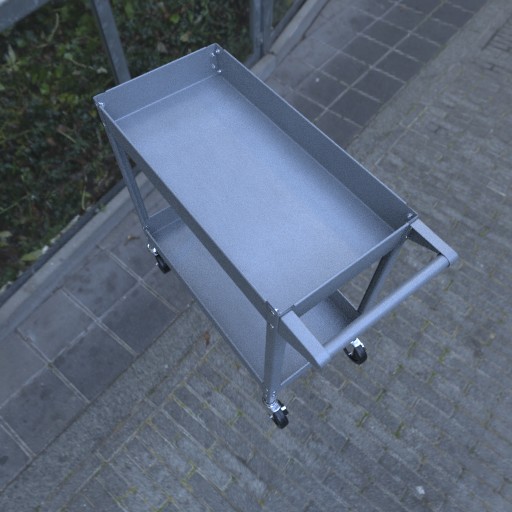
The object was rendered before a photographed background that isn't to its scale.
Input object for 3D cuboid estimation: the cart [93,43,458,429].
[{"bbox_3d":[0.000,0.000,1.195,0.366,0.719,0.779,-33,64,-18],"label":"cart"}]
